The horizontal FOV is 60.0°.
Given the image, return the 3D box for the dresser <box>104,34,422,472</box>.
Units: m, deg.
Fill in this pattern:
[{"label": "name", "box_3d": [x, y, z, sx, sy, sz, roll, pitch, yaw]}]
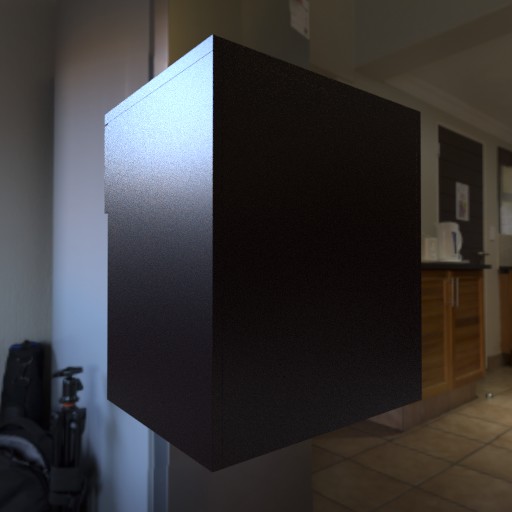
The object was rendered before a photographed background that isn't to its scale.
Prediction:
[{"label": "dresser", "box_3d": [0.000, 0.000, 0.738, 0.400, 0.470, 0.360, 1, -1, -38]}]
